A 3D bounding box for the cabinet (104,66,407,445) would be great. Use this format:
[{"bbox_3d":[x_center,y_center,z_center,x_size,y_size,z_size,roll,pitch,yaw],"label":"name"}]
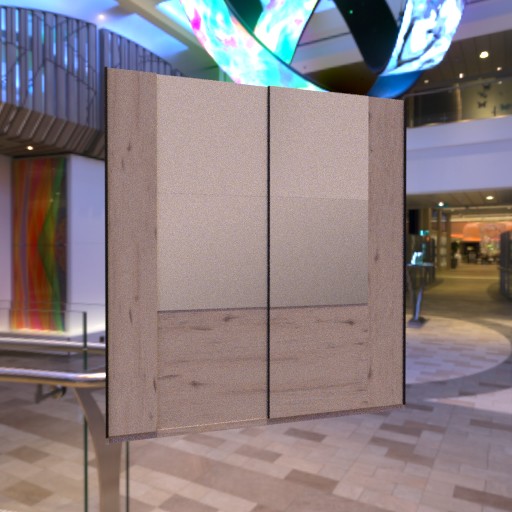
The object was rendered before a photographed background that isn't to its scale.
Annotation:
[{"bbox_3d":[0.000,0.000,3.143,2.000,2.180,0.660,0,1,-16],"label":"cabinet"}]
